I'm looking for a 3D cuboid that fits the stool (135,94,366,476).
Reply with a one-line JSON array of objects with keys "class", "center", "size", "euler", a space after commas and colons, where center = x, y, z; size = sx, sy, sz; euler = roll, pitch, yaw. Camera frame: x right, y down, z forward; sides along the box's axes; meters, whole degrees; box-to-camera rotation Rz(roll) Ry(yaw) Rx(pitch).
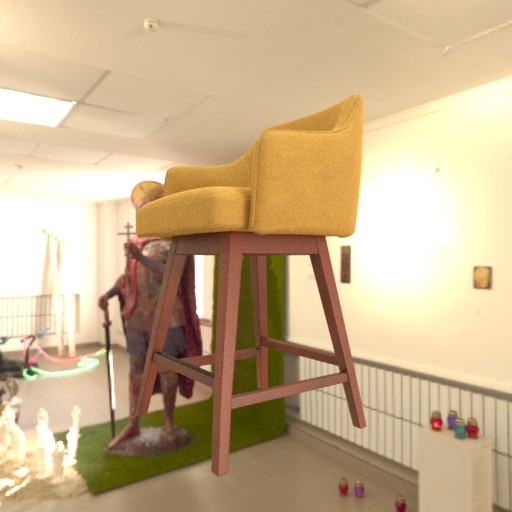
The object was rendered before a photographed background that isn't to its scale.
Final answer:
[{"class": "stool", "center": [0.000, 0.000, 1.268], "size": [0.558, 0.924, 0.548], "euler": [0, 0, -36]}]
